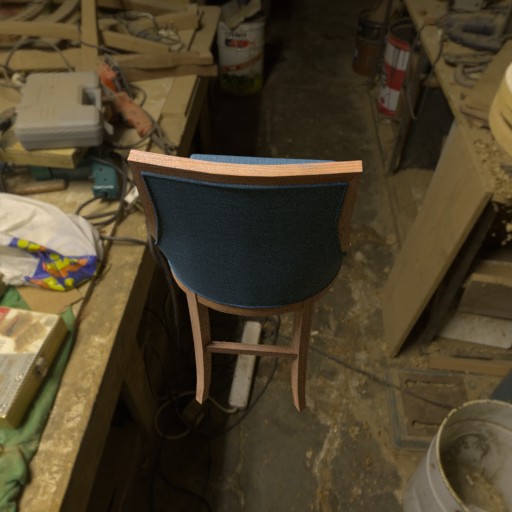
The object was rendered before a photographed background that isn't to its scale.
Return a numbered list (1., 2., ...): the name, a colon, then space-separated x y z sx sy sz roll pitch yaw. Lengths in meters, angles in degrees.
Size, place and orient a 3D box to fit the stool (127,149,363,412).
1. stool: 0.000 0.000 1.405 0.524 1.101 0.626 3 47 3
